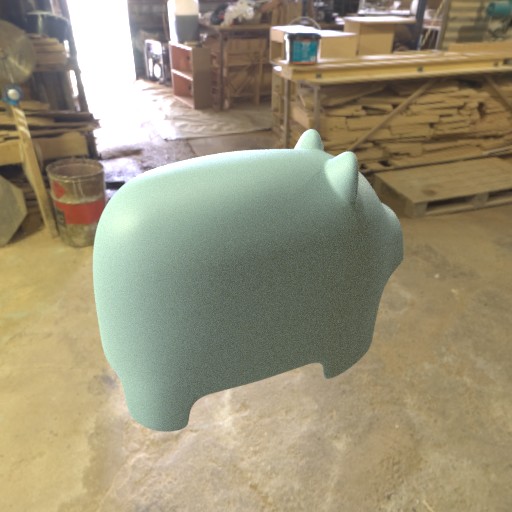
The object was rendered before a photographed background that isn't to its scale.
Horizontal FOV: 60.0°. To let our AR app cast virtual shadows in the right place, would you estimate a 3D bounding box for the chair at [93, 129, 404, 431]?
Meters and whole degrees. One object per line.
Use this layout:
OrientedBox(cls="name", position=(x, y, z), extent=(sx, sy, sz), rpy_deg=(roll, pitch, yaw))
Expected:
OrientedBox(cls="chair", position=(0.000, 0.000, 0.859), extent=(0.619, 0.423, 0.364), rpy_deg=(-11, 34, -17))
